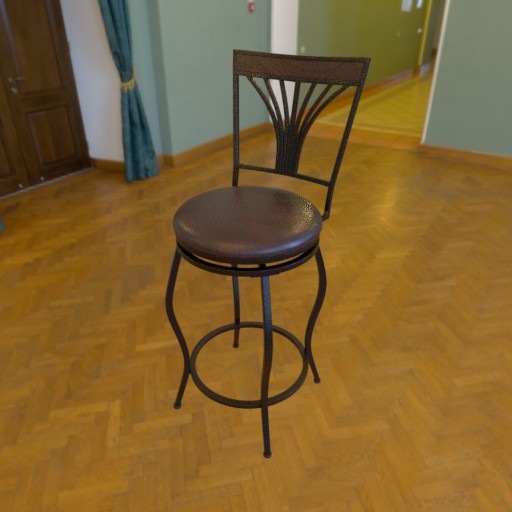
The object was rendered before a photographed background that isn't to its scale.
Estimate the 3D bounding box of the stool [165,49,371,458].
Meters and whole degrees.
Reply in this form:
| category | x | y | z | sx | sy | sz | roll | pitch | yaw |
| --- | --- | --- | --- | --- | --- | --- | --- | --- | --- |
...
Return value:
| category | x | y | z | sx | sy | sz | roll | pitch | yaw |
| --- | --- | --- | --- | --- | --- | --- | --- | --- | --- |
| stool | 0.000 | 0.000 | 1.376 | 0.433 | 1.117 | 0.514 | 17 | 34 | 27 |
